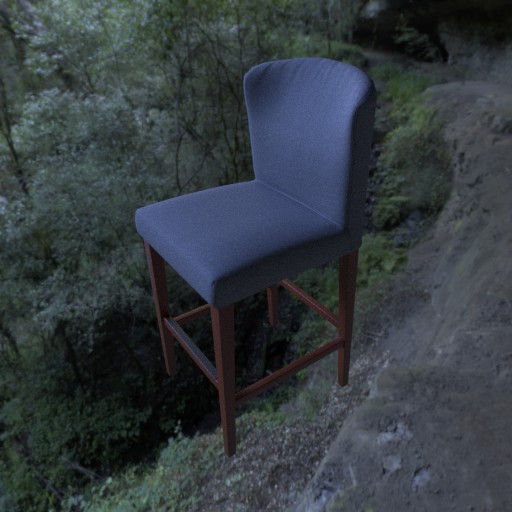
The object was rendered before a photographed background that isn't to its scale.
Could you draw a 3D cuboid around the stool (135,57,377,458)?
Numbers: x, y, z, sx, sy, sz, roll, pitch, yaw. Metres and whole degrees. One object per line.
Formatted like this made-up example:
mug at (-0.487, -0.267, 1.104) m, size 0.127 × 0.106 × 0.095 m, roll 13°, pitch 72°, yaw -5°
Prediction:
stool at (0.000, 0.000, 1.363) m, size 0.568 × 1.069 × 0.481 m, roll -21°, pitch 38°, yaw -29°
